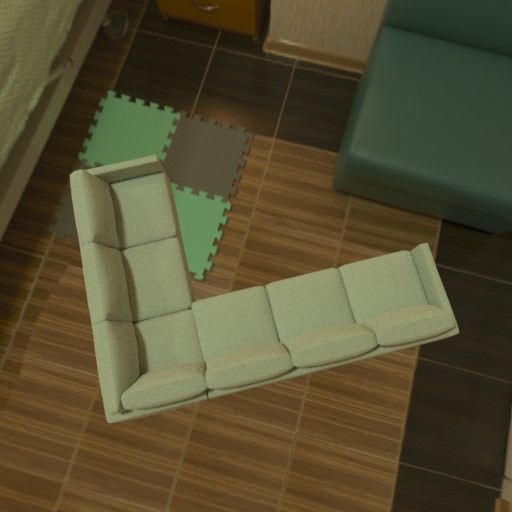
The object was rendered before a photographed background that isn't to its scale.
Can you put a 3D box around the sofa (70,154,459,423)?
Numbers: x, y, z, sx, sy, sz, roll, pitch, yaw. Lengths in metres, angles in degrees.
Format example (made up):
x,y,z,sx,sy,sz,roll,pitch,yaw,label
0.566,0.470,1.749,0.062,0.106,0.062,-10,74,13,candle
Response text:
x,y,z,sx,sy,sz,roll,pitch,yaw,label
0.000,0.000,4.532,3.333,0.934,2.522,-13,76,-4,sofa
